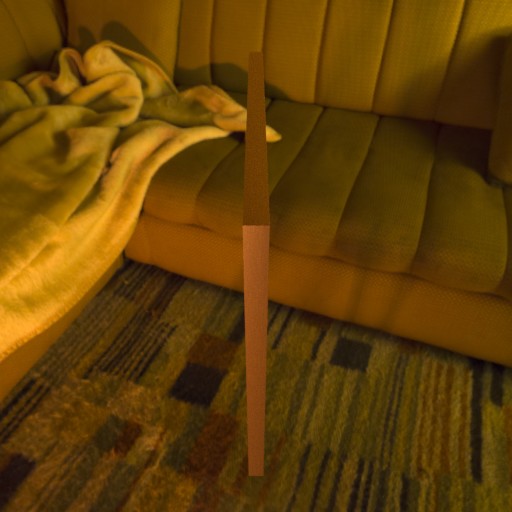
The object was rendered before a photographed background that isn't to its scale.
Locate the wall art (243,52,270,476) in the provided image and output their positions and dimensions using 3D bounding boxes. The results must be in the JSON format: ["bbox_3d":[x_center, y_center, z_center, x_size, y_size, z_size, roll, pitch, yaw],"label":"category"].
[{"bbox_3d":[0.000,0.000,1.131,0.036,0.765,0.767,0,41,0],"label":"wall art"}]
